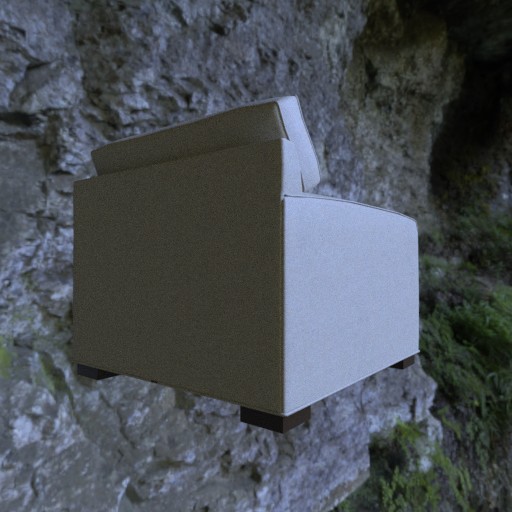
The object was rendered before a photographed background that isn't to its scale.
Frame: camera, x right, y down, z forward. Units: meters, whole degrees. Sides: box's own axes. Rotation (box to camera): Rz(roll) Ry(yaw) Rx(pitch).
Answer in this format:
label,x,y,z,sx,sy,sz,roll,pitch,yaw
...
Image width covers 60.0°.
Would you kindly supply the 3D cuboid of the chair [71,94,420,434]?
label,x,y,z,sx,sy,sz,roll,pitch,yaw
chair,0.000,0.000,1.809,0.998,0.913,1.043,-1,-1,38
